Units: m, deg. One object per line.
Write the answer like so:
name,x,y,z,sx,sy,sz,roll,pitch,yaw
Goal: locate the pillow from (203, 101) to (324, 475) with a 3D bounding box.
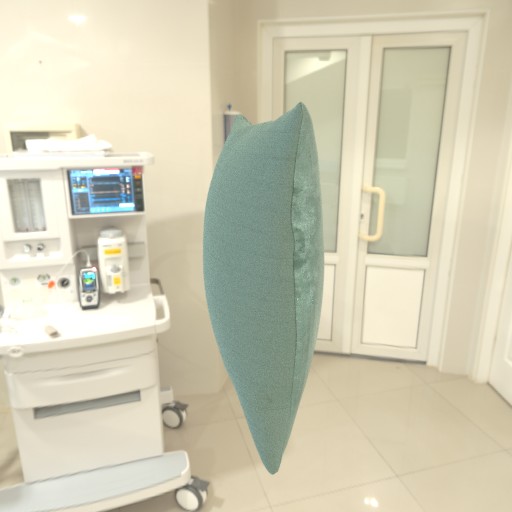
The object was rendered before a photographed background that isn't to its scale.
pillow,0.000,0.000,0.735,0.175,0.464,0.470,-3,17,-9
